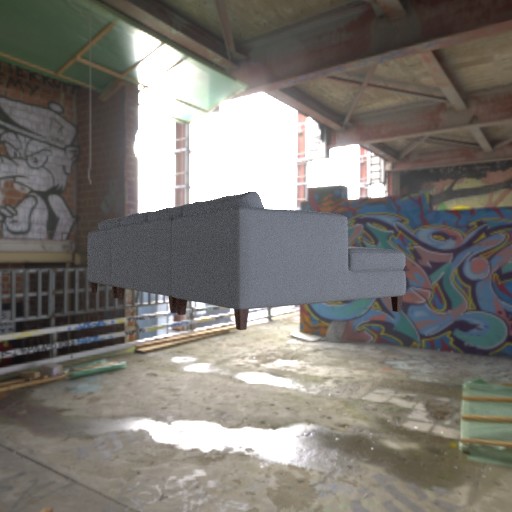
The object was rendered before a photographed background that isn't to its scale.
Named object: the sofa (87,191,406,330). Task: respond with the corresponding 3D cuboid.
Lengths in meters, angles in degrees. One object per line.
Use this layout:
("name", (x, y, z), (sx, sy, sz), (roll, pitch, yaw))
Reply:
("sofa", (0.000, 0.000, 4.551), (2.551, 0.853, 3.238), (0, 0, -35))
